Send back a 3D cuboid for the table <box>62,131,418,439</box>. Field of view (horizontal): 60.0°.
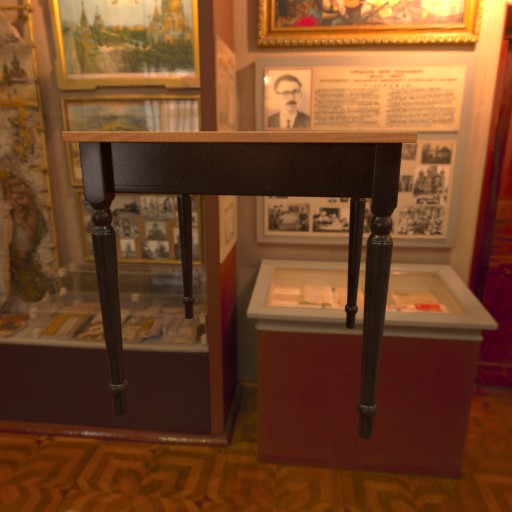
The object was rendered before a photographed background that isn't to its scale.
[{"bbox_3d":[0.000,0.000,1.369,0.747,0.738,0.747,2,16,8],"label":"table"}]
